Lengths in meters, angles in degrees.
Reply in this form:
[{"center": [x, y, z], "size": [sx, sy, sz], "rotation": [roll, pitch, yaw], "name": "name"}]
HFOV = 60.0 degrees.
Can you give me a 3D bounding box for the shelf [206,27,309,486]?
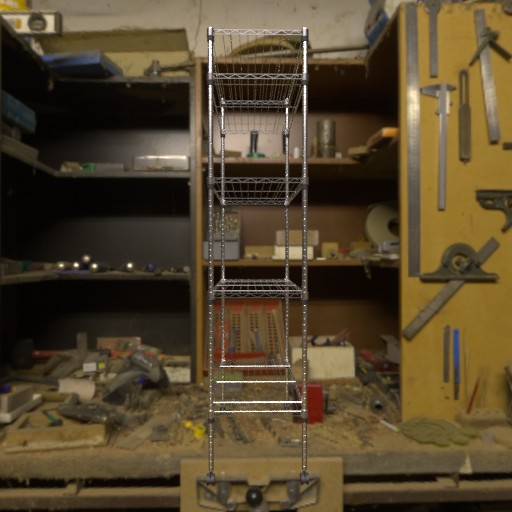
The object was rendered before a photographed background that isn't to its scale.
[{"center": [0.000, 0.000, 1.898], "size": [0.356, 1.587, 0.762], "rotation": [0, 1, -1], "name": "shelf"}]
